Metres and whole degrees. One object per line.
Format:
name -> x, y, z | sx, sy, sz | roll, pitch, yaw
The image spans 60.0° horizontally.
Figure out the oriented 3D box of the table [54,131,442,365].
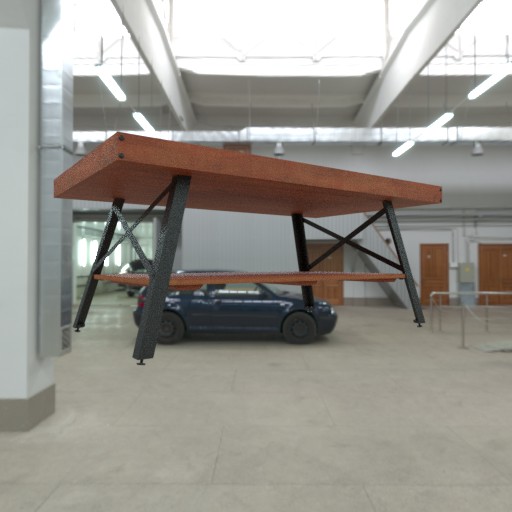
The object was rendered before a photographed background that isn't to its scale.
table -> 0.000, 0.000, 1.393 | 1.067, 0.457, 0.610 | 1, -1, -35
